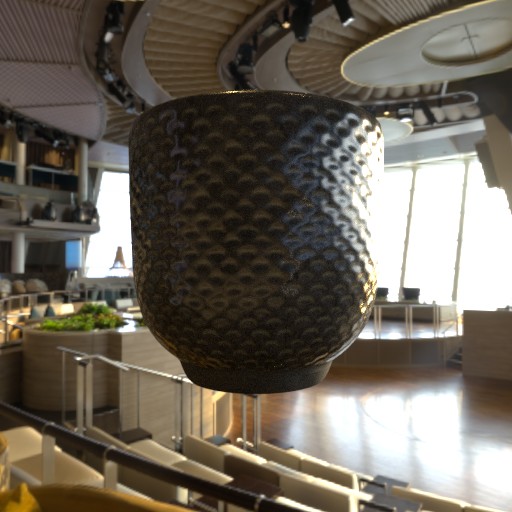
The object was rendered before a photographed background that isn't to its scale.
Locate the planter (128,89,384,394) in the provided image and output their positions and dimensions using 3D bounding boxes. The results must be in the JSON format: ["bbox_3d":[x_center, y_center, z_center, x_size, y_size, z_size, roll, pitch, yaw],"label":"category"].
[{"bbox_3d":[0.000,0.000,0.353,0.197,0.191,0.197,0,-2,0],"label":"planter"}]
